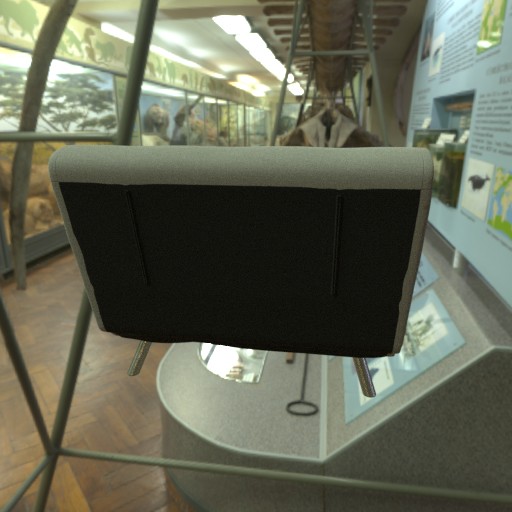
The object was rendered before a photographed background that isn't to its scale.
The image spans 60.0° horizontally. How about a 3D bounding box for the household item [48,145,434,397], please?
[{"bbox_3d":[0.000,0.000,1.597,1.000,0.800,0.874,3,17,9],"label":"household item"}]
